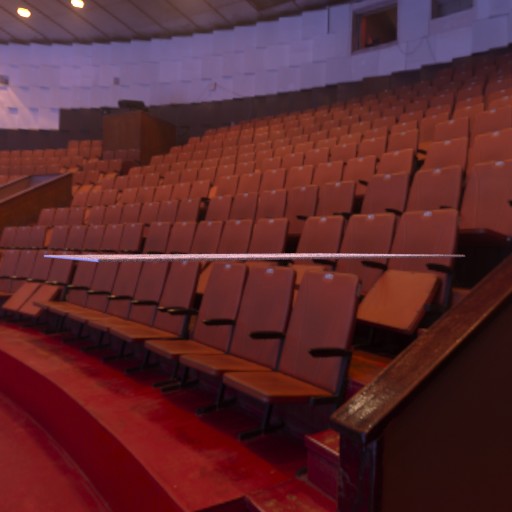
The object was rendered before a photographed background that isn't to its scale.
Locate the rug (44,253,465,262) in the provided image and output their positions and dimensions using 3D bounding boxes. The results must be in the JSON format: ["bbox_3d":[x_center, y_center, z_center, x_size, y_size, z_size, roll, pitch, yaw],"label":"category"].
[{"bbox_3d":[0.000,0.000,3.029,2.444,0.012,1.526,-1,1,-33],"label":"rug"}]
